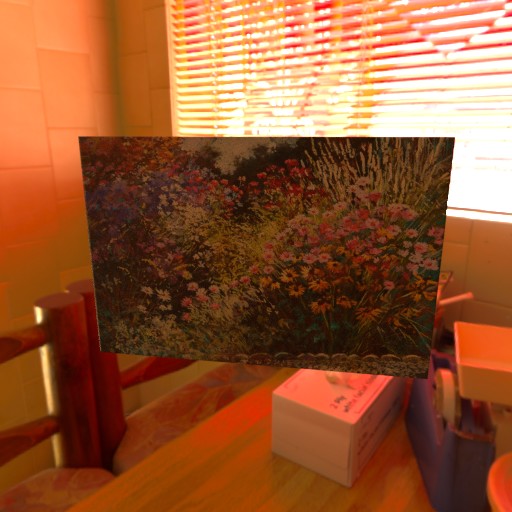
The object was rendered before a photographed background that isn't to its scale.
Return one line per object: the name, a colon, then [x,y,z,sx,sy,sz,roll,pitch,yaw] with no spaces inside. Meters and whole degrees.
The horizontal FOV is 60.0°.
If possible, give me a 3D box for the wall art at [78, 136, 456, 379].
wall art: [0.000,0.000,0.781,0.610,0.406,0.037,3,16,9]
